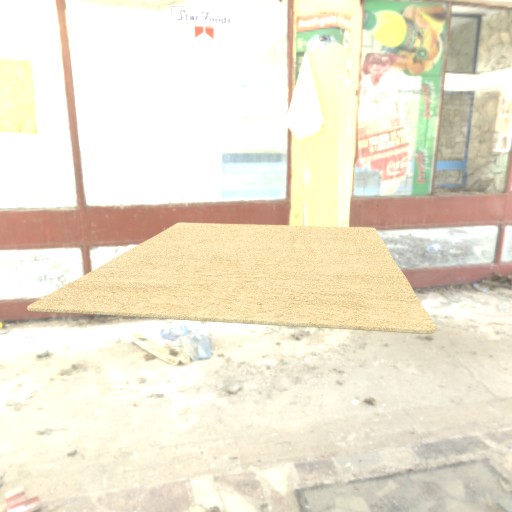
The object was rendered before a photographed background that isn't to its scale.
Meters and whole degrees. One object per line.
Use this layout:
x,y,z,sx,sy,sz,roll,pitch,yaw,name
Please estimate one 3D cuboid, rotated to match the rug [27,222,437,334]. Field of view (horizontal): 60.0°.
0.000,0.000,3.953,2.401,0.025,3.001,2,14,8,rug
